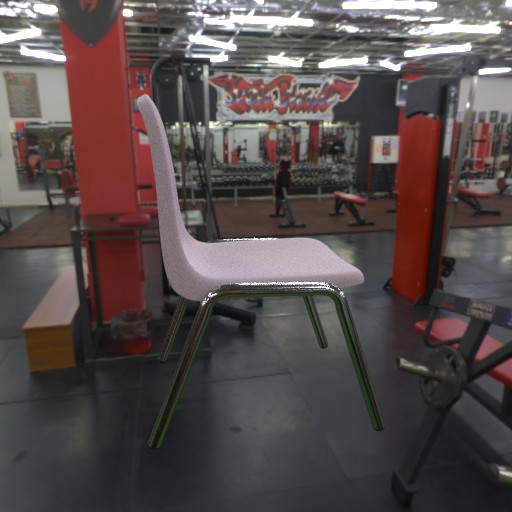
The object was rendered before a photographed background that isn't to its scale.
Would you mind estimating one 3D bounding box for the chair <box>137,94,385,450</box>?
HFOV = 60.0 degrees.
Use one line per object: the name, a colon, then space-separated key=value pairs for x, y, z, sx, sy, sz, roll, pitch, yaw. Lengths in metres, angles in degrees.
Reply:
chair: x=0.000 y=0.000 z=0.864 sx=0.423 sy=0.586 sz=0.354 roll=-2 pitch=15 yaw=-9
